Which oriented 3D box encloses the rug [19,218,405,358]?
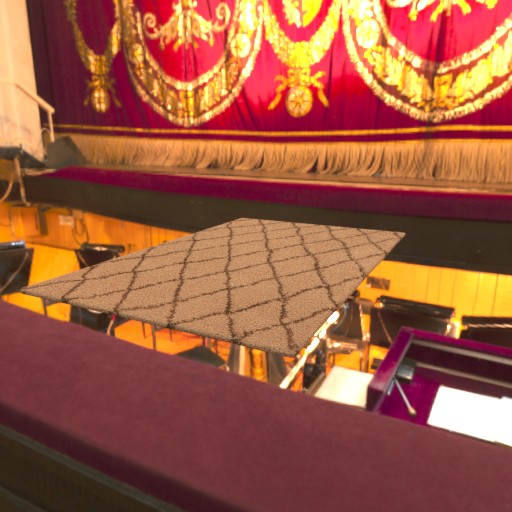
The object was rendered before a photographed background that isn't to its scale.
[{"bbox_3d":[0.000,0.000,3.416,1.778,0.030,2.743,8,17,26],"label":"rug"}]
